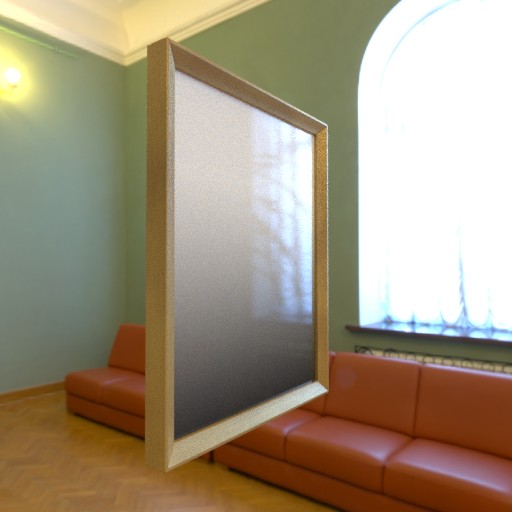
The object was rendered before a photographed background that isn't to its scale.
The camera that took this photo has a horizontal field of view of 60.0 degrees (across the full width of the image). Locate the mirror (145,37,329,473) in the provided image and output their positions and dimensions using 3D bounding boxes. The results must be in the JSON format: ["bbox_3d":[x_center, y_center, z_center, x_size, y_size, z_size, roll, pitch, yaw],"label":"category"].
[{"bbox_3d":[0.000,0.000,0.690,0.041,0.509,0.406,-1,-1,37],"label":"mirror"}]
